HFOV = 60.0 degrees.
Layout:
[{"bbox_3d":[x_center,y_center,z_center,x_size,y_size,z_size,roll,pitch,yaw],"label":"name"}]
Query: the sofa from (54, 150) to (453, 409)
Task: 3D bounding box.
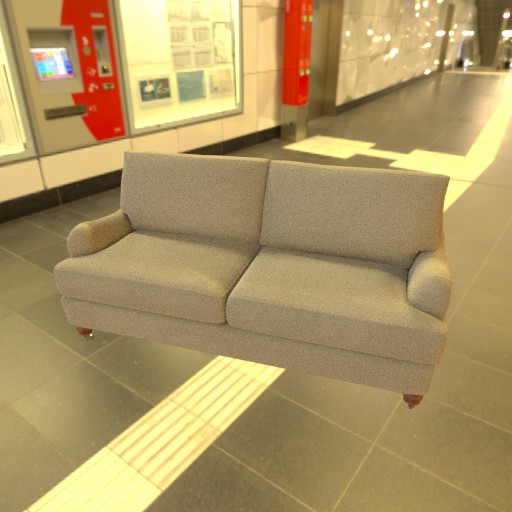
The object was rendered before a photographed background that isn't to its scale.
[{"bbox_3d":[0.000,0.000,2.583,2.070,0.997,1.091,8,28,15],"label":"sofa"}]
